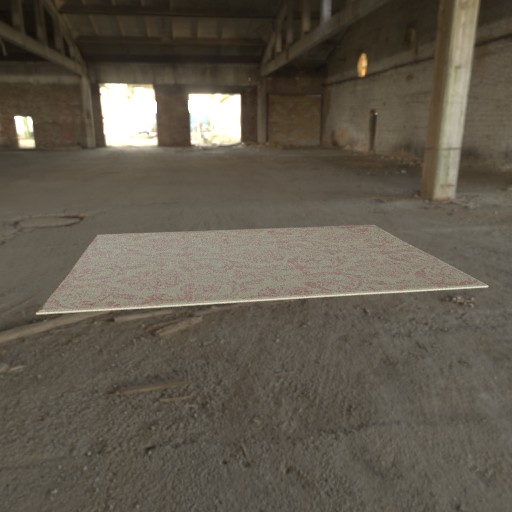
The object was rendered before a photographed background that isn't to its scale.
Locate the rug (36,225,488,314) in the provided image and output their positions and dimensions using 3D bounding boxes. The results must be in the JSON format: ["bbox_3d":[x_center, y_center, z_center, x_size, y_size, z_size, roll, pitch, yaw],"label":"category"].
[{"bbox_3d":[0.000,0.000,3.504,2.746,0.018,1.819,-3,17,-9],"label":"rug"}]
